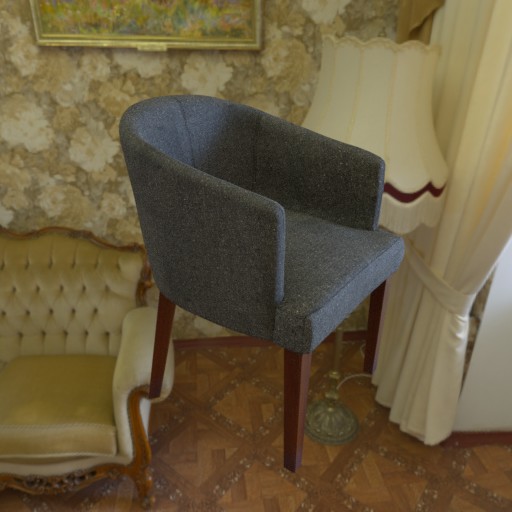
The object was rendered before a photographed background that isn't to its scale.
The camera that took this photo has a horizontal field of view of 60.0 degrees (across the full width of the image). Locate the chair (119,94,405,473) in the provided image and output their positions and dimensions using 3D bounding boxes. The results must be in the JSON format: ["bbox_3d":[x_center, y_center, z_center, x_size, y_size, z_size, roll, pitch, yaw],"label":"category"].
[{"bbox_3d":[0.000,0.000,1.230,0.655,0.811,0.583,17,30,33],"label":"chair"}]
